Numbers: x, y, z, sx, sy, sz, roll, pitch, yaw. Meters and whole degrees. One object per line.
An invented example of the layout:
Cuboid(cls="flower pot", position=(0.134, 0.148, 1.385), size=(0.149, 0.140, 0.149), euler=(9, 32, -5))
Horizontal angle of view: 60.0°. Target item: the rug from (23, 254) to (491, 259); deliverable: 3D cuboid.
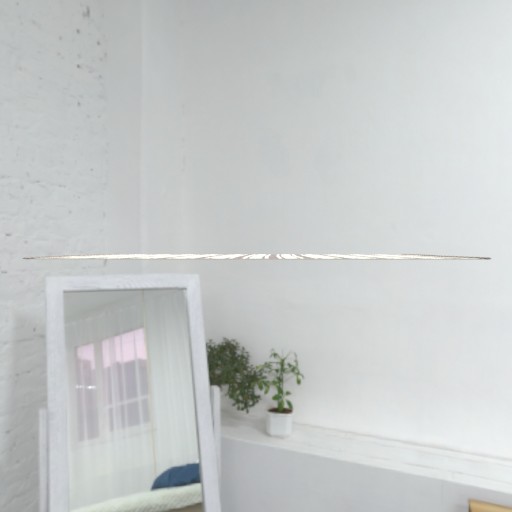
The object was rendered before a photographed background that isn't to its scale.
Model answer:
Cuboid(cls="rug", position=(0.000, 0.000, 2.558), size=(2.096, 0.011, 1.229), euler=(0, 1, 2))
